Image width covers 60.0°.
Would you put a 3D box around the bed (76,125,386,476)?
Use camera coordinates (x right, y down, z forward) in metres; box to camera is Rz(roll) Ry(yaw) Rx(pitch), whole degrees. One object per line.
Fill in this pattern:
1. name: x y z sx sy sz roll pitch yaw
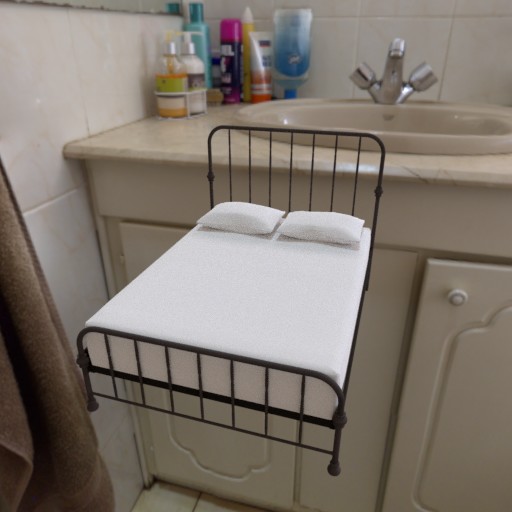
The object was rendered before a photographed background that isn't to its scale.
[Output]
1. bed: 0.000 0.000 3.199 1.616 1.446 2.134 8 27 16
